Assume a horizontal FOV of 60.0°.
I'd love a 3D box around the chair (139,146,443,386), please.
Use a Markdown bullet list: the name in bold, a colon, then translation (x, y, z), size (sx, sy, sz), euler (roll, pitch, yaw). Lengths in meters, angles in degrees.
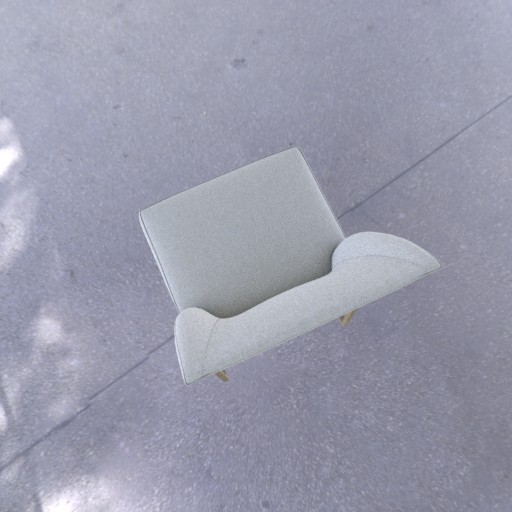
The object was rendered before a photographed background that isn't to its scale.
- **chair**: translation (0.000, 0.000, 1.186), size (0.508, 0.863, 0.522), euler (-24, 77, -6)
